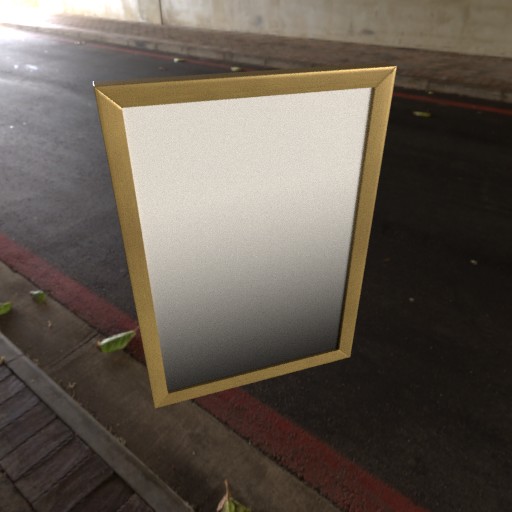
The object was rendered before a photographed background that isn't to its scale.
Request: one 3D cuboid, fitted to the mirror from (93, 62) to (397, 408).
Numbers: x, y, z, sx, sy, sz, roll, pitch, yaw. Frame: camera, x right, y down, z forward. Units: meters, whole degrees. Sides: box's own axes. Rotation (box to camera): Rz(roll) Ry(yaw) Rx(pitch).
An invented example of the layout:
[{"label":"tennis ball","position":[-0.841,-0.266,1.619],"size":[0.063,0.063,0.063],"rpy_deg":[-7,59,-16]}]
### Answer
[{"label":"mirror","position":[0.000,0.000,0.915],"size":[0.507,0.710,0.040],"rpy_deg":[-10,34,-16]}]
